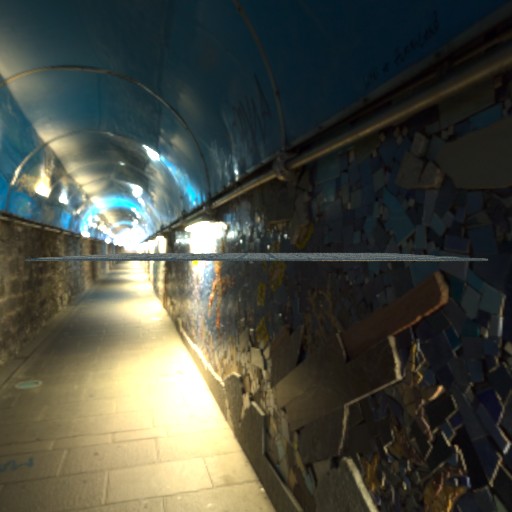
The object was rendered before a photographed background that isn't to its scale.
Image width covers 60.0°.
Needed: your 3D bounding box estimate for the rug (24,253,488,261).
[{"bbox_3d":[0.000,0.000,4.402,3.342,0.018,2.432,0,1,0],"label":"rug"}]
